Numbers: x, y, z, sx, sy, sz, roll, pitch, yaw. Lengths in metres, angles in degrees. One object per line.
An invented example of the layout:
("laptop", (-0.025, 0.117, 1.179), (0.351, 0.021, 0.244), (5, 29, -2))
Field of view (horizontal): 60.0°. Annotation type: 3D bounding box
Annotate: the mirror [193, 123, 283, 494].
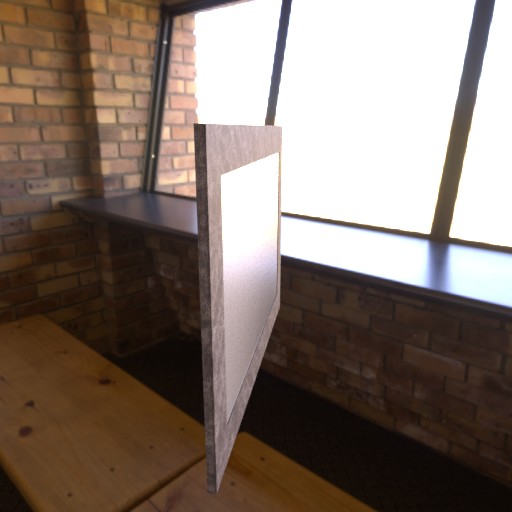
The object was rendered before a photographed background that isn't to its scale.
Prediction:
("mirror", (0.000, 0.000, 1.404), (0.022, 0.795, 1.101), (3, 16, 10))
